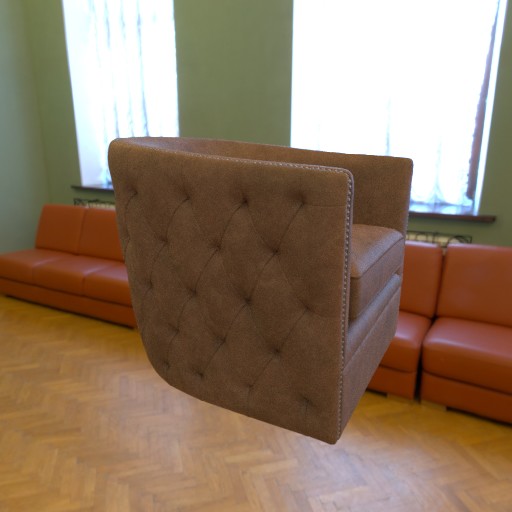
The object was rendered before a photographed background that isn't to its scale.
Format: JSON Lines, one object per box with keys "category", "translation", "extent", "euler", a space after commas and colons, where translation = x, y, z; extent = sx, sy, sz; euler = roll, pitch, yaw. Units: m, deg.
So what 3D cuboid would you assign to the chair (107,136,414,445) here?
{"category": "chair", "translation": [0.000, 0.000, 1.509], "extent": [0.870, 0.790, 0.850], "euler": [8, 16, 27]}
